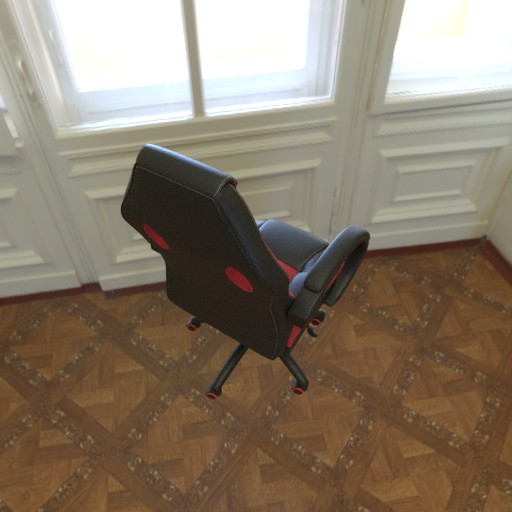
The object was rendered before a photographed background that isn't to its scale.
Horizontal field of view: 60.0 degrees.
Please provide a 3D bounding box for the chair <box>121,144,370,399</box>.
[{"bbox_3d":[0.000,0.000,1.652,0.673,1.187,0.724,26,51,23],"label":"chair"}]
